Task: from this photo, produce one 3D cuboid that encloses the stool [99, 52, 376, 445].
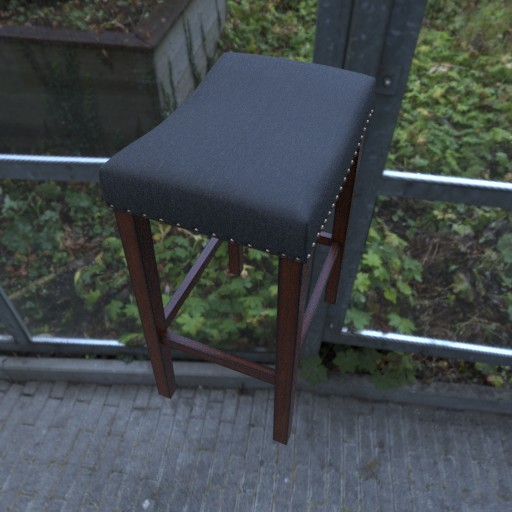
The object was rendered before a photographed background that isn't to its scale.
[{"bbox_3d":[0.000,0.000,1.042,0.366,0.748,0.502,16,49,15],"label":"stool"}]
